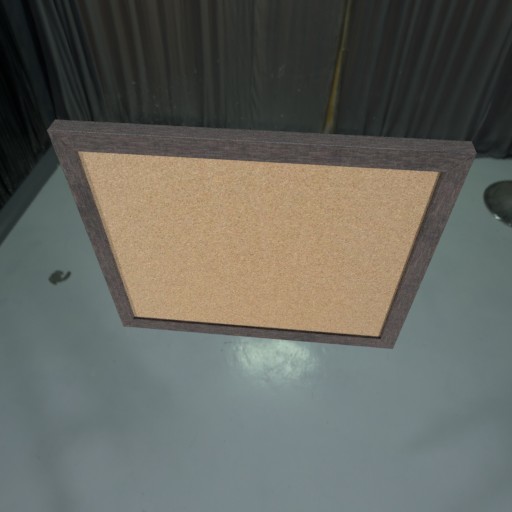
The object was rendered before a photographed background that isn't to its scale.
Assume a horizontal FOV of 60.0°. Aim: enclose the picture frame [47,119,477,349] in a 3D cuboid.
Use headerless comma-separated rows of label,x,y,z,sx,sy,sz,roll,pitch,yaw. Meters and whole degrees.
picture frame,0.000,0.000,0.737,0.546,0.455,0.026,4,47,4
